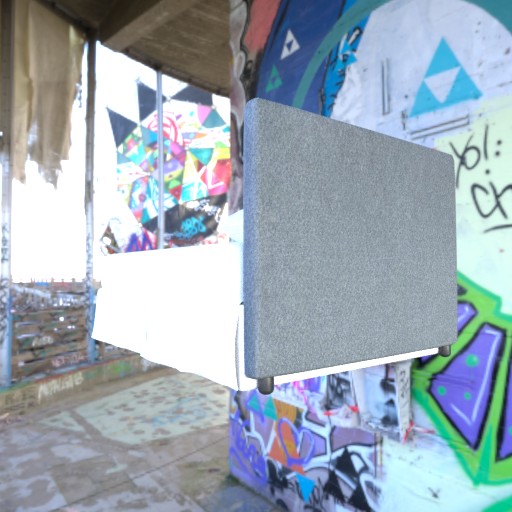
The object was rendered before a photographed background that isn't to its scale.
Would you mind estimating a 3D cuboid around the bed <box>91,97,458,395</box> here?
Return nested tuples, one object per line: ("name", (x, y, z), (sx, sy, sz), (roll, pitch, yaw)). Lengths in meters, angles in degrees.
("bed", (0.000, 0.000, 3.224), (1.723, 1.330, 2.142), (2, -3, -37))
